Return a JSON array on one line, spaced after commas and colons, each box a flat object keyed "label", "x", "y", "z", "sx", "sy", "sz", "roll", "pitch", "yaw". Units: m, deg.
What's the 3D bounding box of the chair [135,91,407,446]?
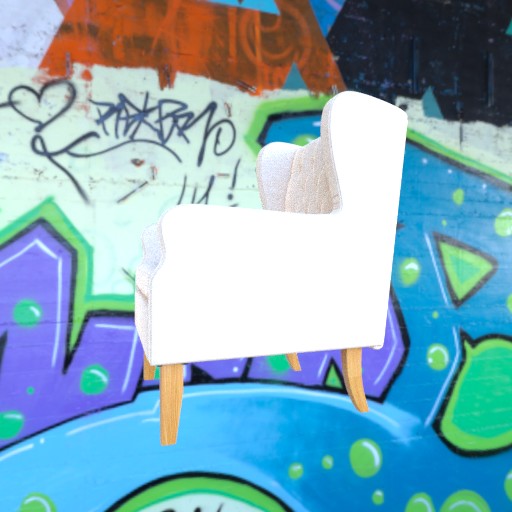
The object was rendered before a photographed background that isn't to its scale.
[{"label": "chair", "x": 0.000, "y": 0.000, "z": 1.494, "sx": 0.760, "sy": 0.930, "sz": 0.710, "roll": 0, "pitch": 0, "yaw": -18}]
